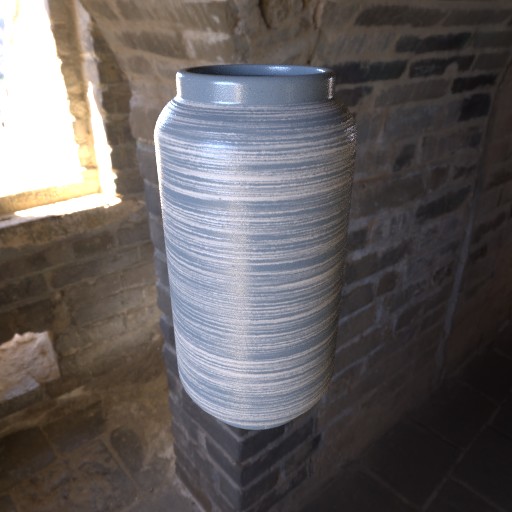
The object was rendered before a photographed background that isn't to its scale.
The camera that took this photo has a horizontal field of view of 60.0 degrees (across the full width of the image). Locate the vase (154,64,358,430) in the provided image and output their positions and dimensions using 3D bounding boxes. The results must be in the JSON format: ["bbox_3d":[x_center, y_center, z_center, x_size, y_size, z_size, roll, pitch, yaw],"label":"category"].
[{"bbox_3d":[0.000,0.000,0.295,0.116,0.230,0.116,0,27,0],"label":"vase"}]
